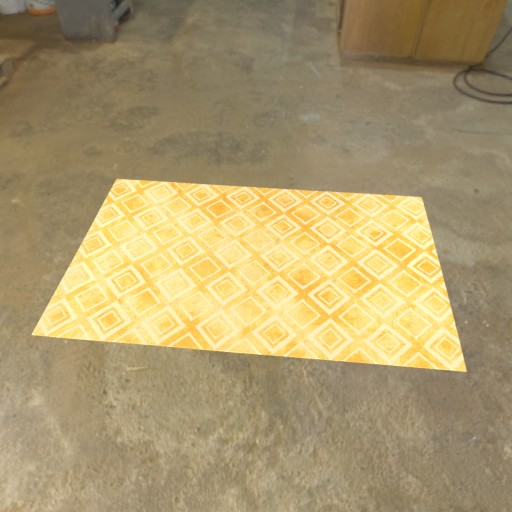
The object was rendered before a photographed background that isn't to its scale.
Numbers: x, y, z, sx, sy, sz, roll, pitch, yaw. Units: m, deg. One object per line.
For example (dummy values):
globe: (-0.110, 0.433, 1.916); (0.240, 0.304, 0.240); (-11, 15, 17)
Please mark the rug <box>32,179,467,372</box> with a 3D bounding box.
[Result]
rug: (0.000, 0.000, 2.975); (2.424, 0.010, 1.511); (4, 46, 4)
